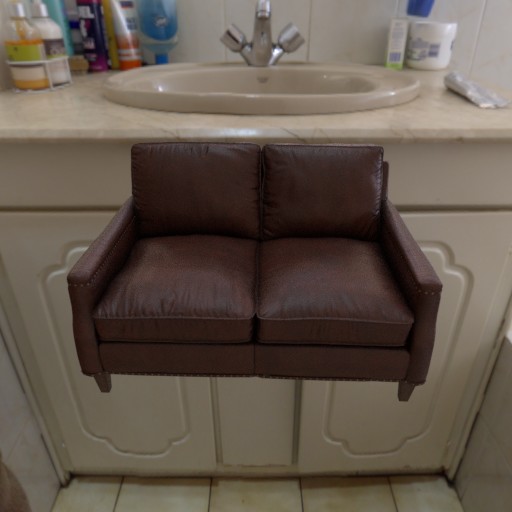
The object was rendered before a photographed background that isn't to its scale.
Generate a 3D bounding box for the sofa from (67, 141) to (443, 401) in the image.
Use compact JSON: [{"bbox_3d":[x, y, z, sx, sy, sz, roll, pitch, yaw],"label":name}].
[{"bbox_3d":[0.000,0.000,2.312,1.628,1.003,1.083,1,30,2],"label":"sofa"}]
